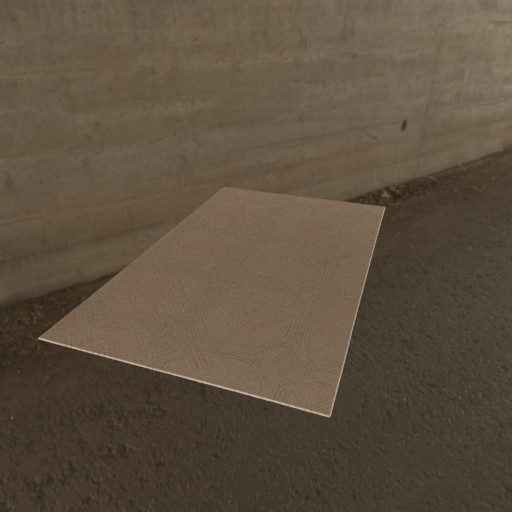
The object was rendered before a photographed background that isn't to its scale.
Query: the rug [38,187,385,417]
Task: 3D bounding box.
[{"bbox_3d":[0.000,0.000,3.076,1.524,0.008,2.440,10,30,17],"label":"rug"}]
